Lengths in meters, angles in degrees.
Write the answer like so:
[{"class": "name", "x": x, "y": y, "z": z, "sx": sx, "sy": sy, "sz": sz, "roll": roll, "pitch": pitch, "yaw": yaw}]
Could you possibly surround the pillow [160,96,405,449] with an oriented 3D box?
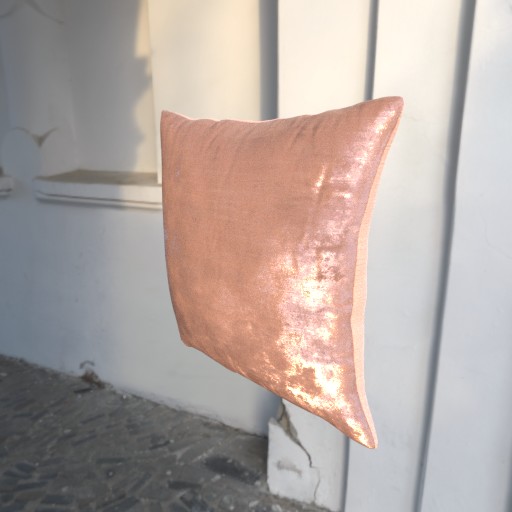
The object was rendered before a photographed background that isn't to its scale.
[{"class": "pillow", "x": 0.000, "y": 0.000, "z": 0.710, "sx": 0.175, "sy": 0.464, "sz": 0.470, "roll": -14, "pitch": 20, "yaw": -43}]
